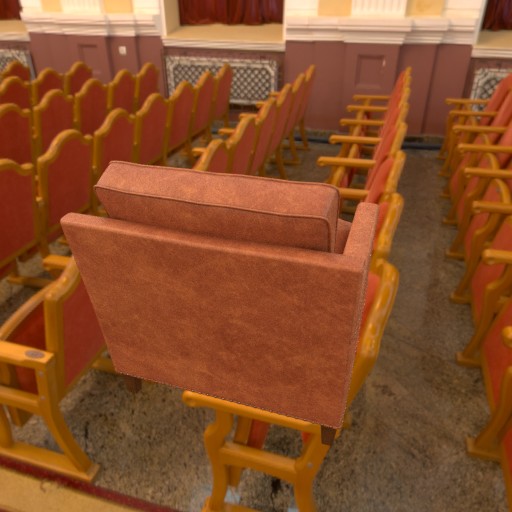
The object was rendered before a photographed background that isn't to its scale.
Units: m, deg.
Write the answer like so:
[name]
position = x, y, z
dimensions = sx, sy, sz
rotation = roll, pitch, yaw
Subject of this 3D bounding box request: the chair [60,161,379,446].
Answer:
[chair]
position = 0.000, 0.000, 1.712
dimensions = 0.853, 0.943, 1.014
rotation = 9, 32, 15
